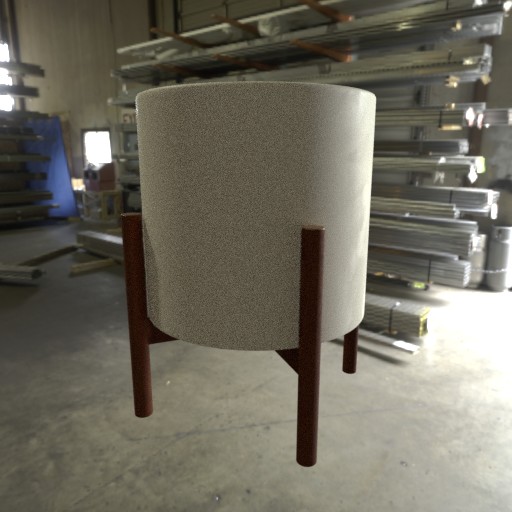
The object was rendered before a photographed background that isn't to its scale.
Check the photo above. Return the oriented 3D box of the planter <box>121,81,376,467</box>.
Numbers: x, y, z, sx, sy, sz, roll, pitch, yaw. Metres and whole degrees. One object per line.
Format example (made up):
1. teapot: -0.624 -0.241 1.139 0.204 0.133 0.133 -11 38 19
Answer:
1. planter: 0.000 0.000 0.863 0.421 0.581 0.420 7 15 26
